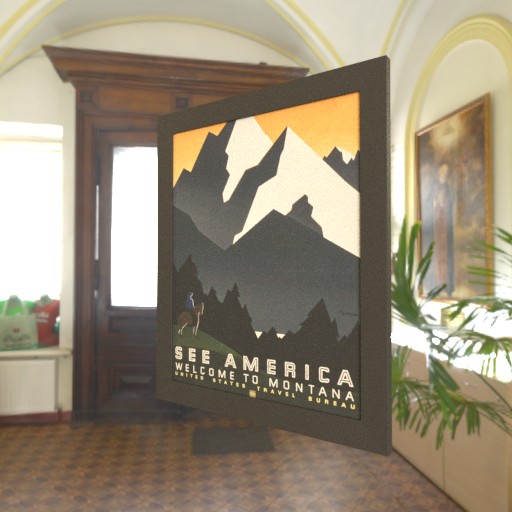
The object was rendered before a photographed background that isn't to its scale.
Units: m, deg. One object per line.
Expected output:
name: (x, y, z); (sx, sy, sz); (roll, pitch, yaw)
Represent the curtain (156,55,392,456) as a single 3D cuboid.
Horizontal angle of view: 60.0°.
curtain: (0.000, 0.000, 0.794); (0.483, 0.585, 0.027); (-1, -1, 35)
